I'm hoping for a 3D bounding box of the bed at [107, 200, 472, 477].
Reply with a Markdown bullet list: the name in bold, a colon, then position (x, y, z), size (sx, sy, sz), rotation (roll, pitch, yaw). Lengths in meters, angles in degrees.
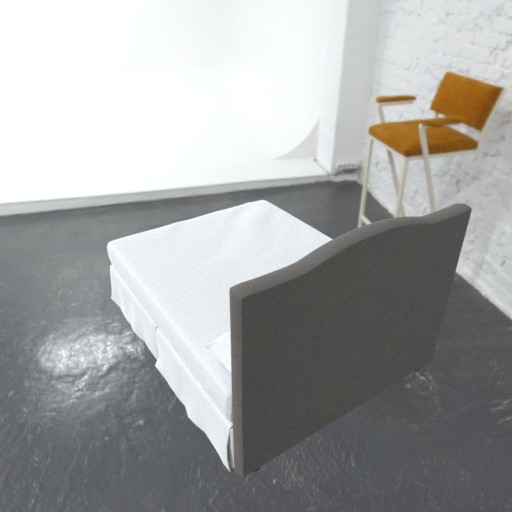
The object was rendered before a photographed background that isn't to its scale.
- **bed**: position (0.000, 0.000, 3.459), size (1.821, 1.436, 2.282), rotation (-19, 36, -29)
